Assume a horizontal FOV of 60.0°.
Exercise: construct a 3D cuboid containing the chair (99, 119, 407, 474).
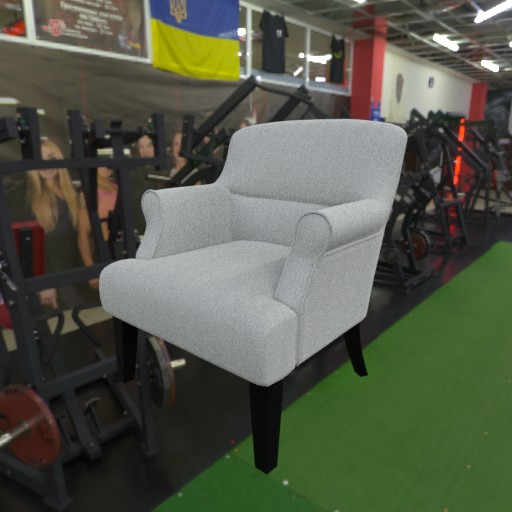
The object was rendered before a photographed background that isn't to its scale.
[{"bbox_3d":[0.000,0.000,1.456,0.781,0.875,0.750,13,20,40],"label":"chair"}]
